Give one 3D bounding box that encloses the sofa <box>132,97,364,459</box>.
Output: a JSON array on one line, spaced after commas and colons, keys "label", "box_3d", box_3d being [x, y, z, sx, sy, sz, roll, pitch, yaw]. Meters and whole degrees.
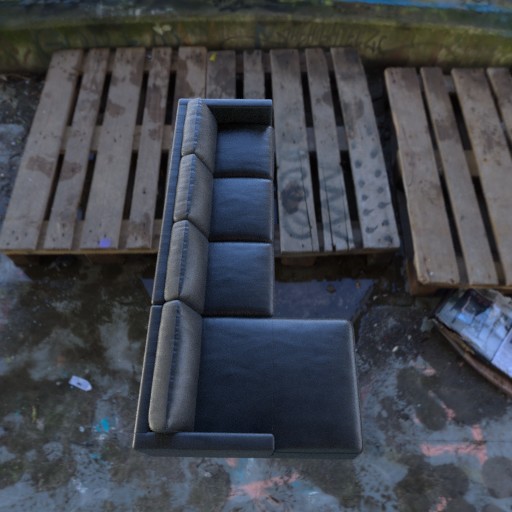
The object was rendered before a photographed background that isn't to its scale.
[{"label": "sofa", "box_3d": [0.000, 0.000, 3.890, 1.581, 0.883, 3.203, 1, 62, 0]}]
